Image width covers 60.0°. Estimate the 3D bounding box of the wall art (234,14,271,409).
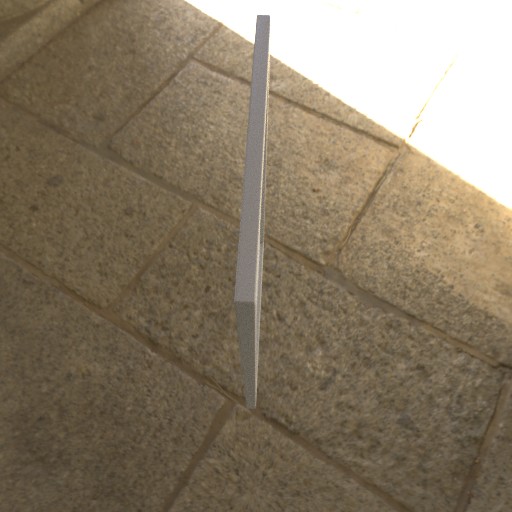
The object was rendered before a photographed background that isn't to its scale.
[{"bbox_3d":[0.000,0.000,1.027,0.026,0.813,0.556,3,63,1],"label":"wall art"}]
